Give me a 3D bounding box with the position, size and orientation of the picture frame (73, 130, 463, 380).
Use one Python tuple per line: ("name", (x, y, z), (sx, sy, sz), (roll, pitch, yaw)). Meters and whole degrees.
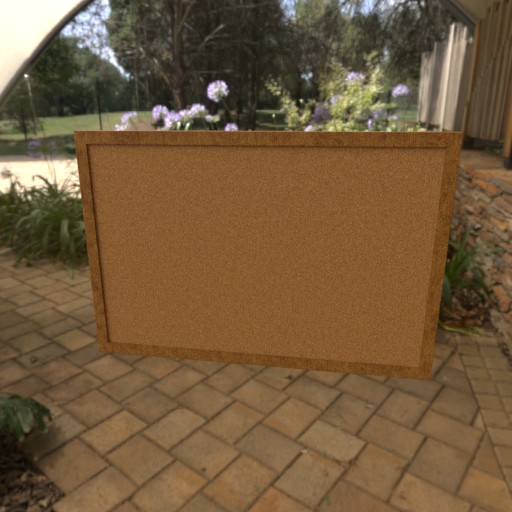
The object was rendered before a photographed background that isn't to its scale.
("picture frame", (0.000, 0.000, 1.144), (0.922, 0.621, 0.029), (3, 17, 9))
